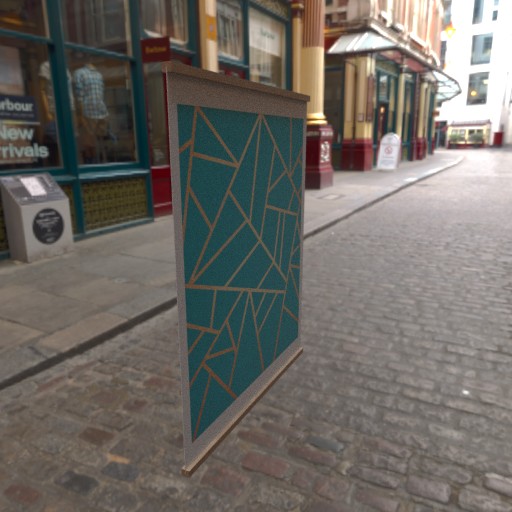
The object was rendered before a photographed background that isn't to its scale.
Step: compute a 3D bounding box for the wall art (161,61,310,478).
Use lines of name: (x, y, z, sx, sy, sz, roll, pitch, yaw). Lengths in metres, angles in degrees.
wall art: (0.000, 0.000, 0.696, 0.012, 0.508, 0.405, 7, 16, 26)
